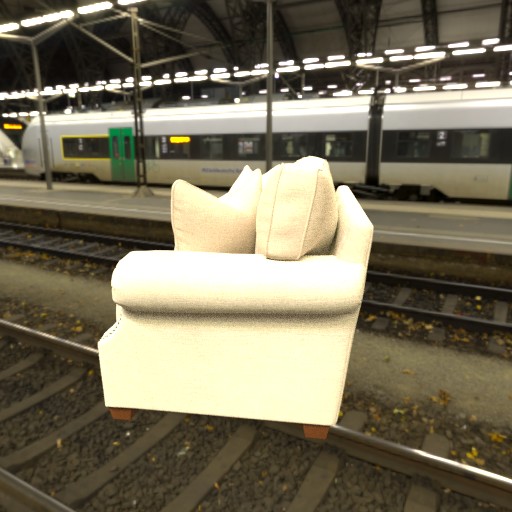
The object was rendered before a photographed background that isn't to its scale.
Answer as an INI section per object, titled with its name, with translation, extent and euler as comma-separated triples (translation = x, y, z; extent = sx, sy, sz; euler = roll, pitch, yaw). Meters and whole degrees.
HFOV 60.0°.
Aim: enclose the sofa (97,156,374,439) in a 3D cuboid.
[sofa]
translation = 0.000, 0.000, 2.238
extent = 0.966, 0.966, 1.701
euler = 2, 14, 8
